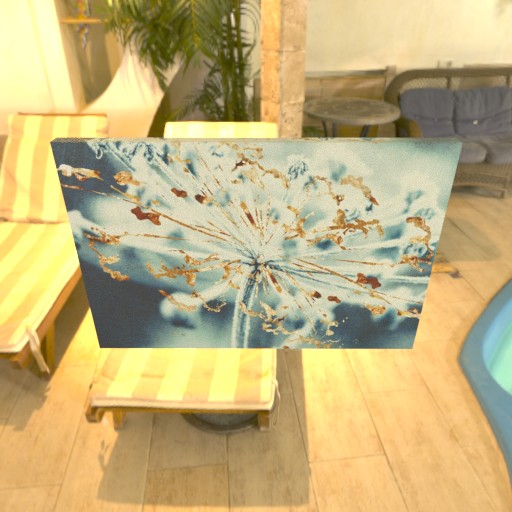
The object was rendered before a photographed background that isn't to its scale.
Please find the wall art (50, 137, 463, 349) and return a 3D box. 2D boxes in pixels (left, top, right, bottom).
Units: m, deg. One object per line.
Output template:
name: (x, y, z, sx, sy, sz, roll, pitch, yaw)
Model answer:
wall art: (0.000, 0.000, 1.152, 0.912, 0.608, 0.038, 0, 31, 0)
